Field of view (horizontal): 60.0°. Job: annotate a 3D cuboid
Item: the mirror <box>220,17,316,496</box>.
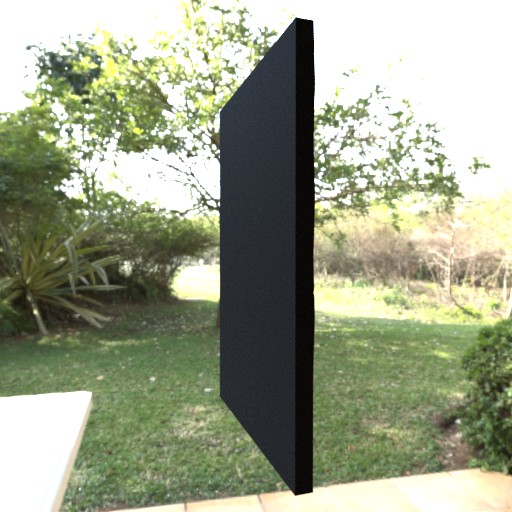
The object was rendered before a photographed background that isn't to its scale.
[{"bbox_3d":[0.000,0.000,1.138,0.044,0.912,0.606,0,1,-18],"label":"mirror"}]
